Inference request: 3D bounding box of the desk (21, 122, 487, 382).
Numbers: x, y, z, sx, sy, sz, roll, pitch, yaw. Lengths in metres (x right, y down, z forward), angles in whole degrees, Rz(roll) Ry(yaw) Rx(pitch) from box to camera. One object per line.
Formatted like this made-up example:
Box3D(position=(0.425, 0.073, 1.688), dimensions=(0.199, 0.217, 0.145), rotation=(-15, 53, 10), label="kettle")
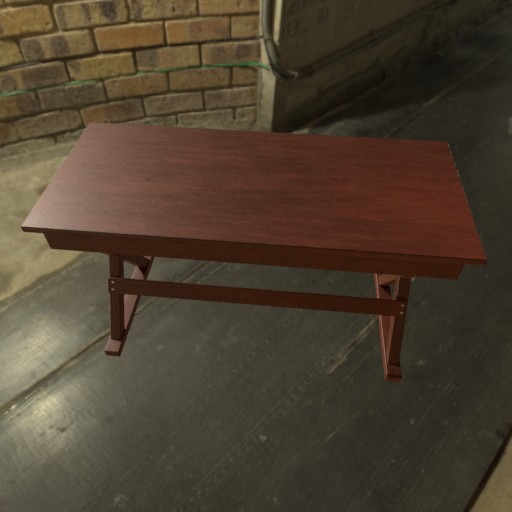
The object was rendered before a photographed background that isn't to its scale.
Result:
Box3D(position=(0.000, 0.000, 1.775), dimensions=(1.372, 0.761, 0.600), rotation=(4, 48, 4), label="desk")
